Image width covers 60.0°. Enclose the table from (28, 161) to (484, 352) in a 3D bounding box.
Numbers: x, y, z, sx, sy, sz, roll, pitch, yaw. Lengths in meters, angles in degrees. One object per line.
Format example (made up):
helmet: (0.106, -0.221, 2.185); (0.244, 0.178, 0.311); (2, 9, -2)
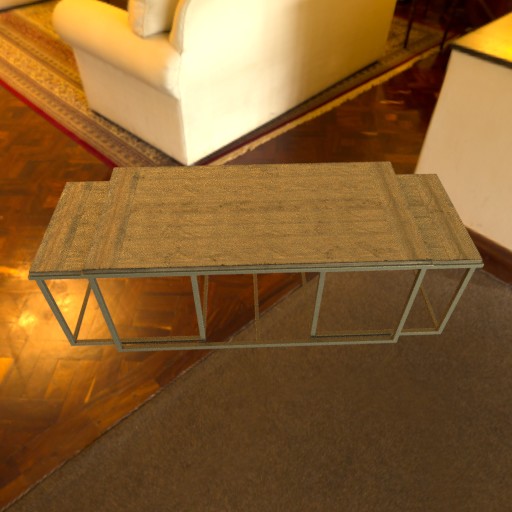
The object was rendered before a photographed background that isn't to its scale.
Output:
table: (0.000, 0.000, 1.539); (1.312, 0.427, 0.489); (-2, 46, -2)
